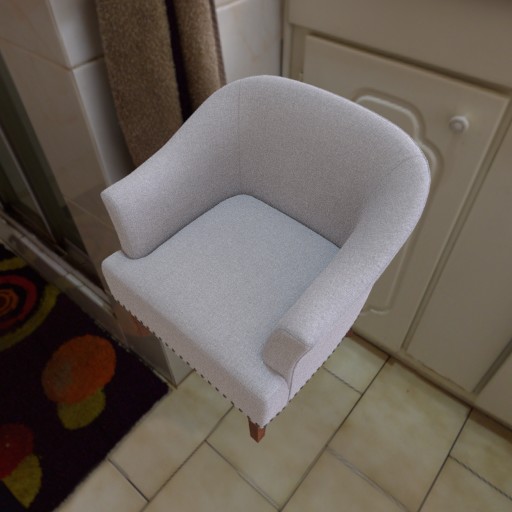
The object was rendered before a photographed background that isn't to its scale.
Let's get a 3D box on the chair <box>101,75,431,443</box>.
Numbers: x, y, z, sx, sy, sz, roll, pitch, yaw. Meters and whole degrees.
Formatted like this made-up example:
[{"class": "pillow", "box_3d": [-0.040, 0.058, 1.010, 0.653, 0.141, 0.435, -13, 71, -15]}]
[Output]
[{"class": "chair", "box_3d": [0.000, 0.000, 1.398, 0.798, 0.815, 0.704, 33, 56, 27]}]
